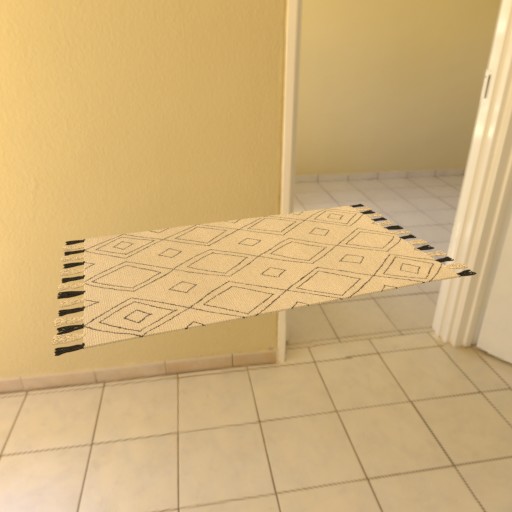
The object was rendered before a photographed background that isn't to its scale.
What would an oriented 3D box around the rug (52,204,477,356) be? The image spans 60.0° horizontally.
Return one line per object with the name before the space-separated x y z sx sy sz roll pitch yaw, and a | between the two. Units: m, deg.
rug | 0.000 0.000 3.316 2.755 0.021 1.524 -9 27 -17
